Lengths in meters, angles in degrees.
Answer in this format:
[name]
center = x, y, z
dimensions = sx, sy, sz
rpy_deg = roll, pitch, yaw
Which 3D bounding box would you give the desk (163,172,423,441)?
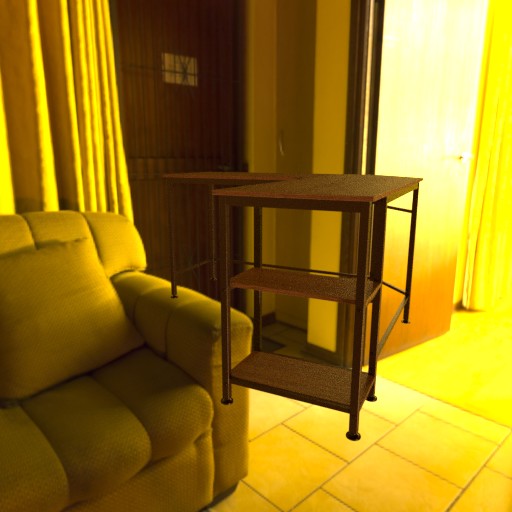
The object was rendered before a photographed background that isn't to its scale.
[desk]
center = 0.000, 0.000, 2.150
dimensions = 1.379, 0.739, 1.379
rpy_deg = 6, 14, 26
